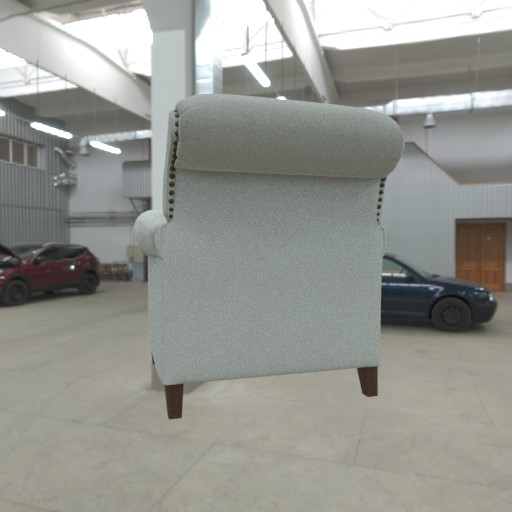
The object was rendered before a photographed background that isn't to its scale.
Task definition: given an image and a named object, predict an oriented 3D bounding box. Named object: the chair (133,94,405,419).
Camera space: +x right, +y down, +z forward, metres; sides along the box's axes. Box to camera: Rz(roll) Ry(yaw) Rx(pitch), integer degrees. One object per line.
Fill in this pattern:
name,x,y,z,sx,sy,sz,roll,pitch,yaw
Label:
chair,0.000,0.000,1.629,0.854,0.927,0.890,0,2,-17
